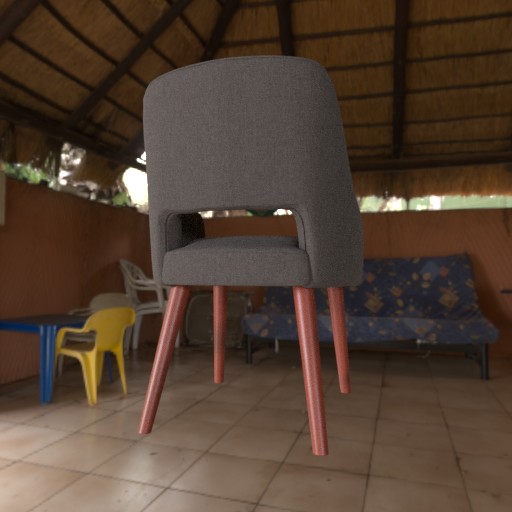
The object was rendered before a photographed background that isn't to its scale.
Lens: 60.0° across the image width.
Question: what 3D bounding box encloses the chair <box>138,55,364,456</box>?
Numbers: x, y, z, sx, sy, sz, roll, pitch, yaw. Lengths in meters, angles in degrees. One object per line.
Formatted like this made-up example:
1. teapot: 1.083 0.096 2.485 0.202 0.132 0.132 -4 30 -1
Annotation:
1. chair: 0.000 0.000 1.204 0.559 0.838 0.560 -1 -2 17
